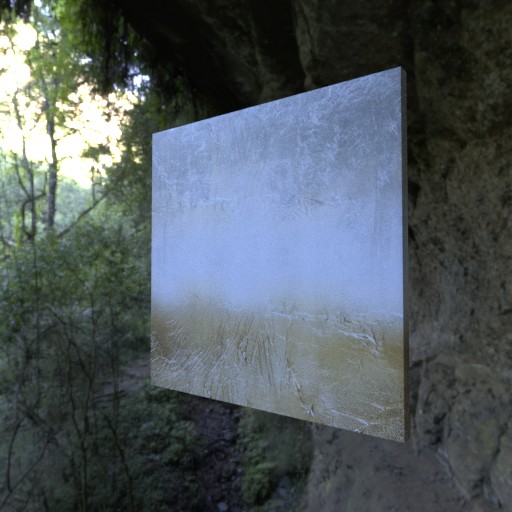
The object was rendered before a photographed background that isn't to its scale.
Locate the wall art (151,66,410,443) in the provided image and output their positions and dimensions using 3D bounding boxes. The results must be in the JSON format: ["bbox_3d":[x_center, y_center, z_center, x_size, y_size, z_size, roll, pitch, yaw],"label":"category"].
[{"bbox_3d":[0.000,0.000,1.627,1.092,1.091,0.051,-1,-2,36],"label":"wall art"}]
